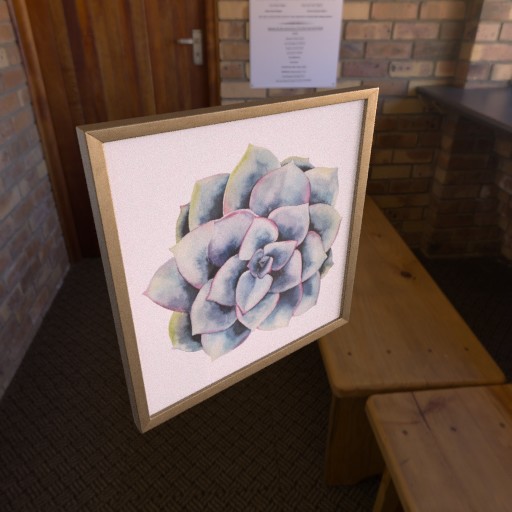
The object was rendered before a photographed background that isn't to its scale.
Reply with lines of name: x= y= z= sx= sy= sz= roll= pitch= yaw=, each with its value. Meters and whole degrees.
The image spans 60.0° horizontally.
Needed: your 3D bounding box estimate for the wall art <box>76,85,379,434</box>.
wall art: x=0.000 y=0.000 z=0.762 sx=0.503 sy=0.506 sz=0.030 roll=-20 pitch=35 yaw=-31
